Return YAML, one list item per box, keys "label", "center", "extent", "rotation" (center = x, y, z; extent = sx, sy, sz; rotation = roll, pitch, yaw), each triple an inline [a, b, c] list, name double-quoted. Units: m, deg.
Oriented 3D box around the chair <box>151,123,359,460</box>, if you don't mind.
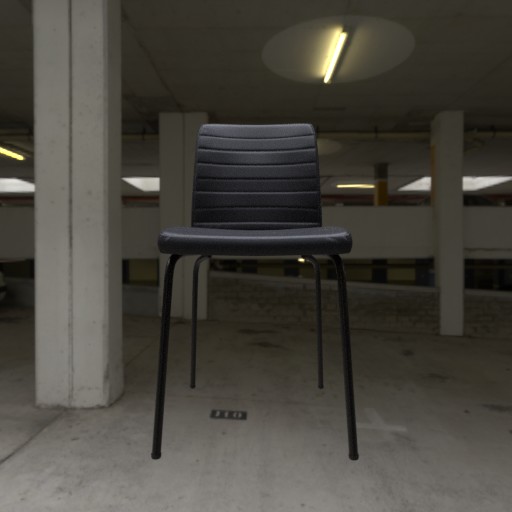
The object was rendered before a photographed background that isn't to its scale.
- label: "chair"
  center: [0.000, 0.000, 1.230]
  extent: [0.450, 0.872, 0.572]
  rotation: [0, 1, 1]
